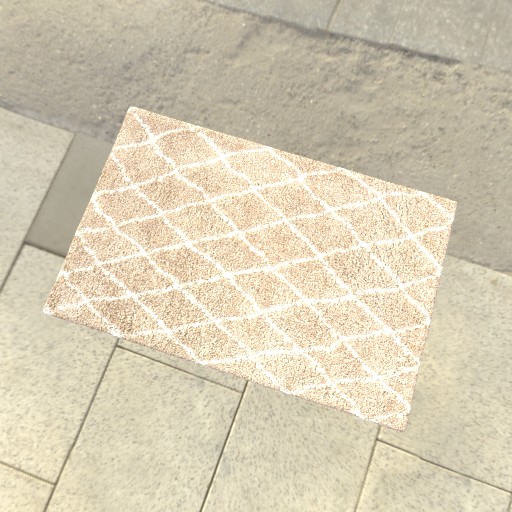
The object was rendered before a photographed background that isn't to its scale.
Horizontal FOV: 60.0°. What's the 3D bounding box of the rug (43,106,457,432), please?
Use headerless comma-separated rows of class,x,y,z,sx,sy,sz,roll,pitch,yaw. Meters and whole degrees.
rug,0.000,0.000,3.365,2.743,0.030,1.778,17,78,4
